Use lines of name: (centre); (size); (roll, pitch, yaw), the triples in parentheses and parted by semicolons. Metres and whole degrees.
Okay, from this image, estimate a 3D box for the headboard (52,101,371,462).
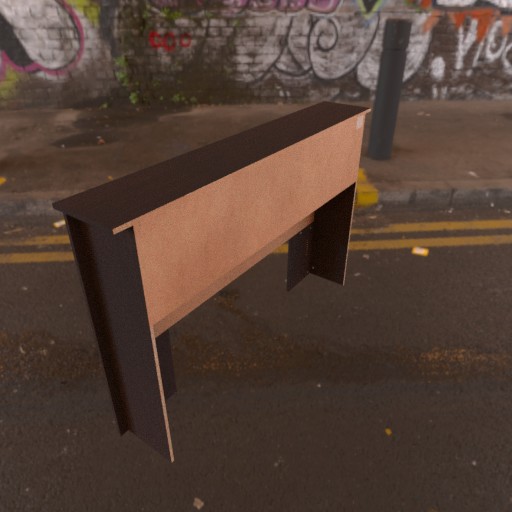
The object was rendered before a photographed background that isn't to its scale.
headboard: (0.000, 0.000, 2.102); (0.279, 1.092, 1.671); (21, 37, 30)
